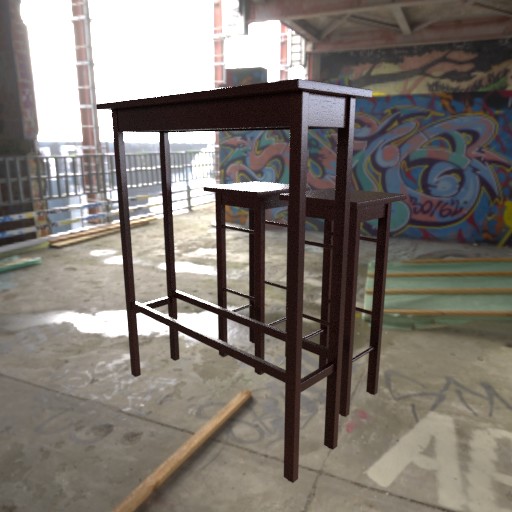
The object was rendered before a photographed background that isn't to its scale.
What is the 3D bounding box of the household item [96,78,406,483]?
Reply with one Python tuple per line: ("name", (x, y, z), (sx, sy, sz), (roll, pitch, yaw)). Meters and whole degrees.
("household item", (0.000, 0.000, 1.617), (0.914, 1.067, 0.676), (14, 20, 43))
